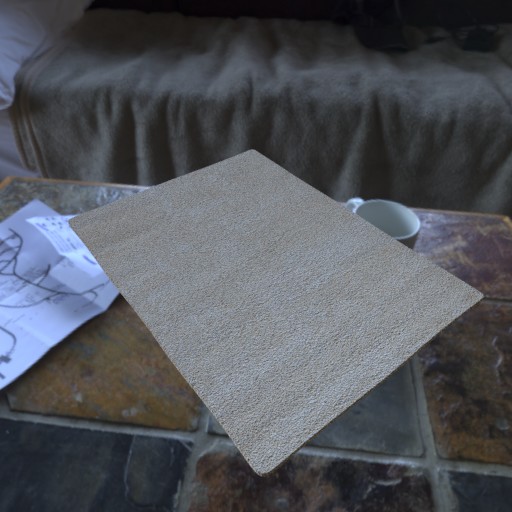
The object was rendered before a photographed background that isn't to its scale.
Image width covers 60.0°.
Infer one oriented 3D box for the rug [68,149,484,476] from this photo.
[{"bbox_3d":[0.000,0.000,2.058,1.199,0.025,1.600,-27,49,-27],"label":"rug"}]
